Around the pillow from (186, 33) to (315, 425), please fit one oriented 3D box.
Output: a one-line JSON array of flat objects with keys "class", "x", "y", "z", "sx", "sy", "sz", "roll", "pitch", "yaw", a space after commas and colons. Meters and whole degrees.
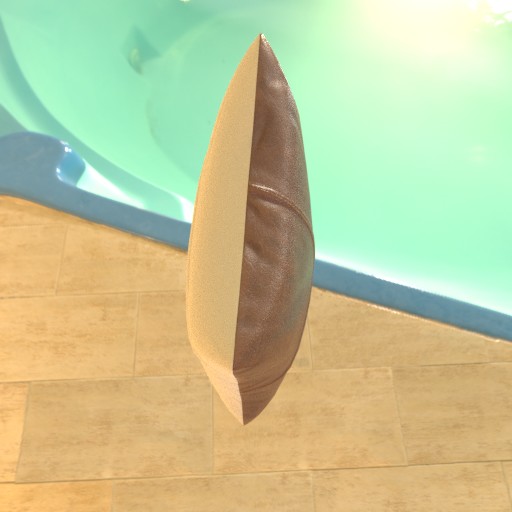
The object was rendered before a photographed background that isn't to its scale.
[{"class": "pillow", "x": 0.000, "y": 0.000, "z": 0.723, "sx": 0.192, "sy": 0.470, "sz": 0.484, "roll": 3, "pitch": 64, "yaw": 2}]
